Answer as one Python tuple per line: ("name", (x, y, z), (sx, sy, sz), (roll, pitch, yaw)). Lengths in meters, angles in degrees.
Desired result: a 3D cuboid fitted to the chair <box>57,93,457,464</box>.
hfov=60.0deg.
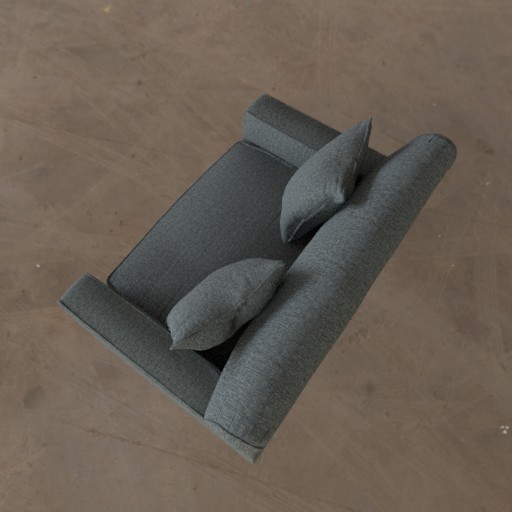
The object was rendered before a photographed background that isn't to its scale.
("chair", (0.000, 0.000, 1.972), (1.000, 0.948, 1.383), (33, 68, 15))
